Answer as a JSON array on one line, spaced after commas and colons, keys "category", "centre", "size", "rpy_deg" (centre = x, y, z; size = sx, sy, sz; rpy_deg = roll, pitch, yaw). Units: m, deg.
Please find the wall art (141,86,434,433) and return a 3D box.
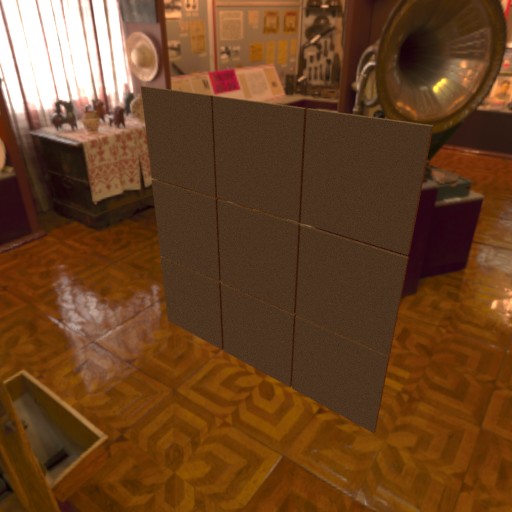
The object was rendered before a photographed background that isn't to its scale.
[{"category": "wall art", "centre": [0.000, 0.000, 1.823], "size": [1.216, 1.216, 0.013], "rpy_deg": [20, 35, 33]}]
